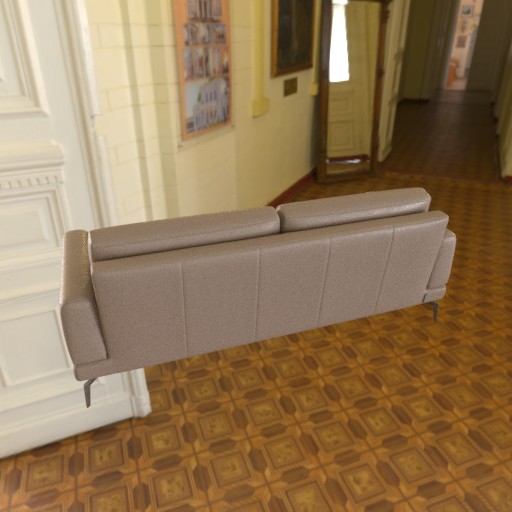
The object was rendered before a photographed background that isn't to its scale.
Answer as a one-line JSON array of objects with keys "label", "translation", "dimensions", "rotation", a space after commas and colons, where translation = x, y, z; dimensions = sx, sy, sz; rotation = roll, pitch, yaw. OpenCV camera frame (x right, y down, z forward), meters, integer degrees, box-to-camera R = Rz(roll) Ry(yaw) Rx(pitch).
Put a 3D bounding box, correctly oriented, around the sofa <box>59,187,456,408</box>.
[{"label": "sofa", "translation": [0.000, 0.000, 2.399], "dimensions": [1.940, 0.765, 0.974], "rotation": [-9, 28, -18]}]
